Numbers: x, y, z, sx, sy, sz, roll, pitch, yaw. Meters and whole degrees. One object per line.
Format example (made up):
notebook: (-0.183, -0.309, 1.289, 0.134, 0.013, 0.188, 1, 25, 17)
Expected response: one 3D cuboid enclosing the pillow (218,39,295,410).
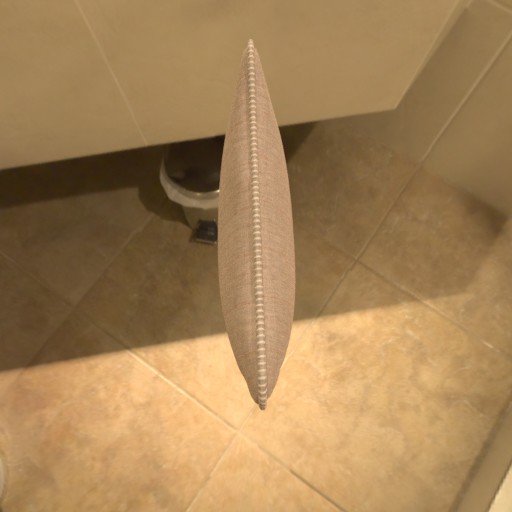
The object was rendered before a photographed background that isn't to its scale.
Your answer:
pillow: (0.000, 0.000, 0.762, 0.124, 0.494, 0.485, -2, 74, -1)
